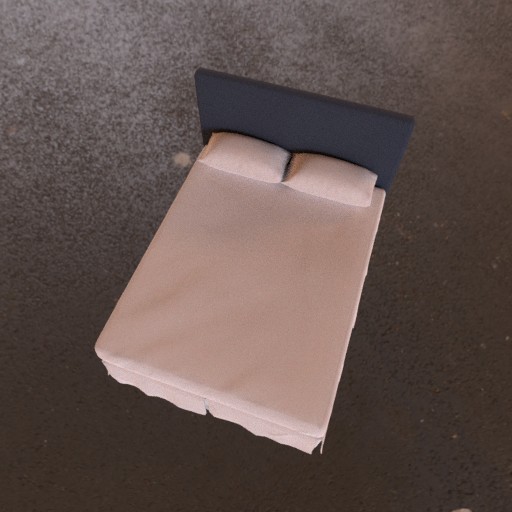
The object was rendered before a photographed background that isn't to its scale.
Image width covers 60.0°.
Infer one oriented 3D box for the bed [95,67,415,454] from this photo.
[{"bbox_3d":[0.000,0.000,3.249,1.713,1.330,2.162,17,61,10],"label":"bed"}]
